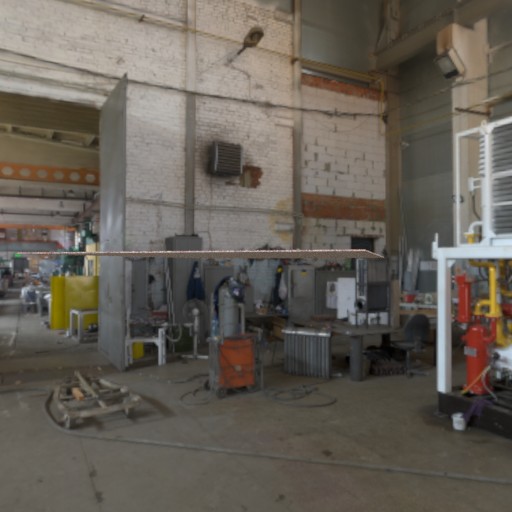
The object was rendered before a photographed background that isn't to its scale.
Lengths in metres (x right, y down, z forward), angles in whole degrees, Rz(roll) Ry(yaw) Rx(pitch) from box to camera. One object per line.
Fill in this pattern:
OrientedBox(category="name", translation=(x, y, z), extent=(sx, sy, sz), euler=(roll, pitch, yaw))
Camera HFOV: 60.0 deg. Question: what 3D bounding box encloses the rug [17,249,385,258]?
OrientedBox(category="rug", translation=(0.000, 0.000, 2.273), extent=(1.219, 0.005, 1.829), euler=(0, -1, 18))
